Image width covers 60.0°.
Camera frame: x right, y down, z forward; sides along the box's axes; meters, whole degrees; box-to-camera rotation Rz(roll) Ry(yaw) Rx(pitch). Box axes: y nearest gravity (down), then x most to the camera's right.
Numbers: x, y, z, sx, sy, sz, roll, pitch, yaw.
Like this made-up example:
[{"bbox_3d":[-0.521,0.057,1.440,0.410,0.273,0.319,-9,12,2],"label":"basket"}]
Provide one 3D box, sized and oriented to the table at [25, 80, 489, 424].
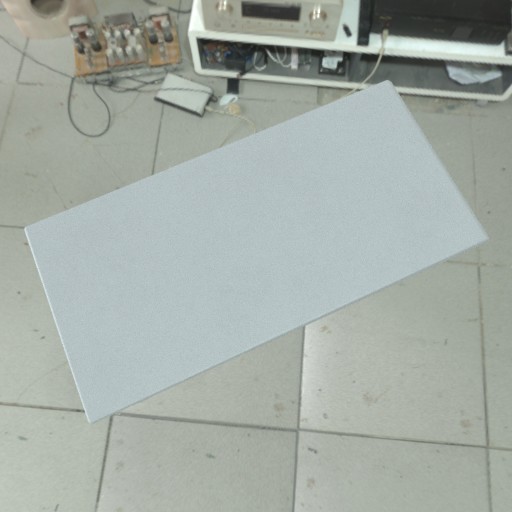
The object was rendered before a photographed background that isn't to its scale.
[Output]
[{"bbox_3d":[0.000,0.000,1.465,1.171,0.487,0.580,-24,76,-6],"label":"table"}]
